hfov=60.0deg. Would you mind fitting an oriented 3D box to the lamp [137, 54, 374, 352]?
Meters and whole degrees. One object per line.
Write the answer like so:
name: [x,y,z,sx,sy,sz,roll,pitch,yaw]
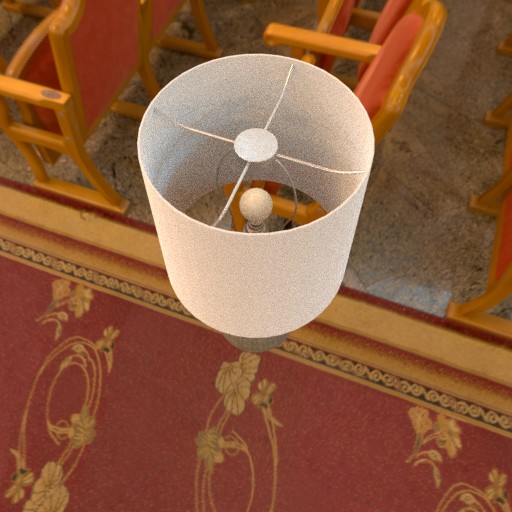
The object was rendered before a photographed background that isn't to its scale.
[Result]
lamp: [0.000,0.000,0.471,0.186,0.369,0.186,0,63,0]
